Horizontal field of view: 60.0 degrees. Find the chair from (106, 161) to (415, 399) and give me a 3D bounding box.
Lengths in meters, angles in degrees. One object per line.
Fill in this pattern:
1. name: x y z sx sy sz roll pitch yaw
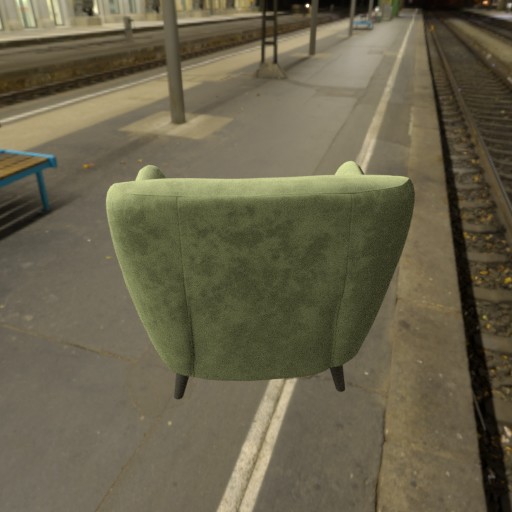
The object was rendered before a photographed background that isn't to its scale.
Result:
1. chair: 0.000 0.000 1.496 0.840 0.804 0.819 -2 30 -3
